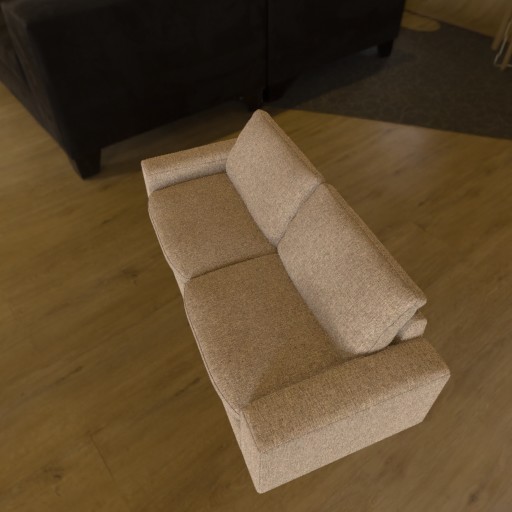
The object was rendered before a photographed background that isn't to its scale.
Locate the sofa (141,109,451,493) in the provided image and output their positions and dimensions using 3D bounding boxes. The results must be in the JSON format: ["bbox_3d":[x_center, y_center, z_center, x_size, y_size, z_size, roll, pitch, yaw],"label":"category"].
[{"bbox_3d":[0.000,0.000,2.742,1.040,0.922,2.299,-16,48,-15],"label":"sofa"}]
